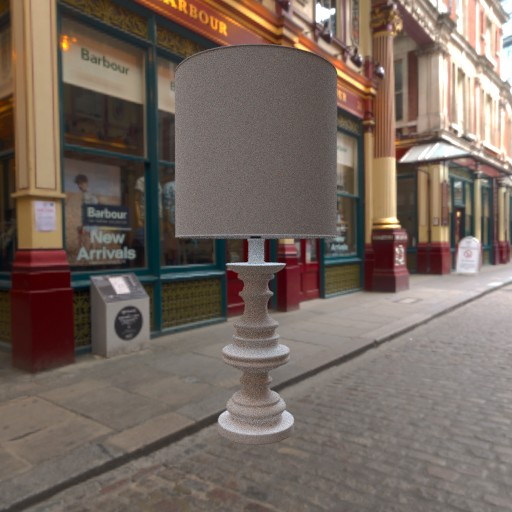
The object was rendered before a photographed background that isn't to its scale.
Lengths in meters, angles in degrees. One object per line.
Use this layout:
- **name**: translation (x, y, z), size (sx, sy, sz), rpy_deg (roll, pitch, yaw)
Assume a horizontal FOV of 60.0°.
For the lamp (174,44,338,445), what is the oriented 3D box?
- **lamp**: translation (0.000, 0.000, 0.580), size (0.208, 0.455, 0.208), rpy_deg (1, 2, 37)
